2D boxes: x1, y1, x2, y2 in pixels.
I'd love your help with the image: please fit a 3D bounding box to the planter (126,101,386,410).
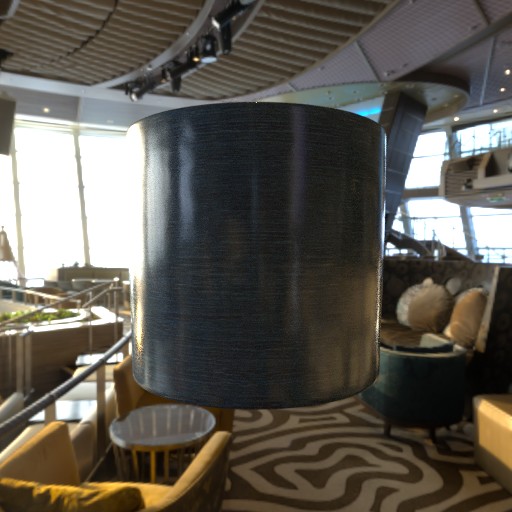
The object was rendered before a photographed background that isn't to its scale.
[{"bbox_3d":[0.000,0.000,0.395,0.221,0.201,0.221,0,1,0],"label":"planter"}]
